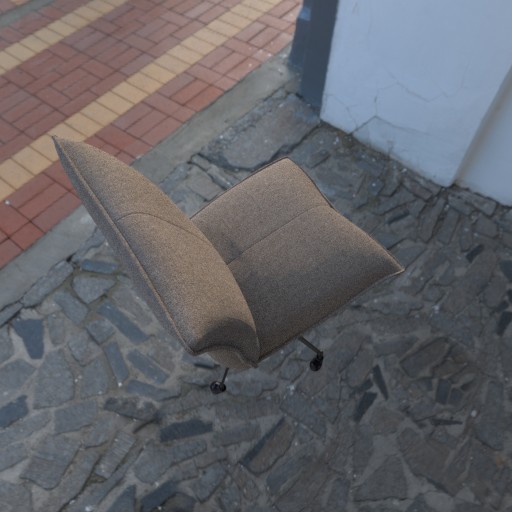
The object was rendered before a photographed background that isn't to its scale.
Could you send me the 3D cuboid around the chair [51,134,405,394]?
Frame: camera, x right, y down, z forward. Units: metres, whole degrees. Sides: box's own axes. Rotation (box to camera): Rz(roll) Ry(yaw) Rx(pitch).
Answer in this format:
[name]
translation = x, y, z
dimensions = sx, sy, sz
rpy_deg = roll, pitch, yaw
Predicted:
[chair]
translation = 0.000, 0.000, 1.262
dimensions = 0.696, 0.811, 0.597
rpy_deg = -30, 62, -18
